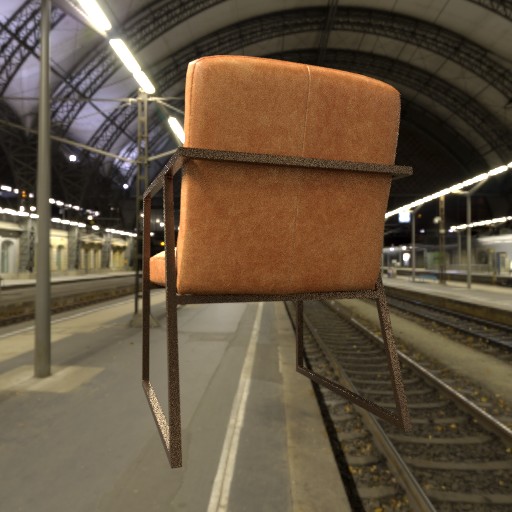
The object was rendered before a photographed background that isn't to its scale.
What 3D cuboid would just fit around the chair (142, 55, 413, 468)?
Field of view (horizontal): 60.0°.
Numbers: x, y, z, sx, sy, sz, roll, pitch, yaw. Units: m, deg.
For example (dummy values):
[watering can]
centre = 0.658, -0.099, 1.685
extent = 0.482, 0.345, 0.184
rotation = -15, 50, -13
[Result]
[chair]
centre = 0.000, 0.000, 1.249
extent = 0.571, 0.832, 0.677
rotation = 0, -1, -19
